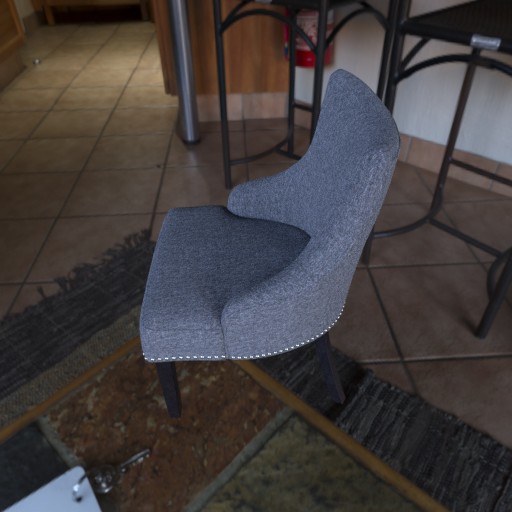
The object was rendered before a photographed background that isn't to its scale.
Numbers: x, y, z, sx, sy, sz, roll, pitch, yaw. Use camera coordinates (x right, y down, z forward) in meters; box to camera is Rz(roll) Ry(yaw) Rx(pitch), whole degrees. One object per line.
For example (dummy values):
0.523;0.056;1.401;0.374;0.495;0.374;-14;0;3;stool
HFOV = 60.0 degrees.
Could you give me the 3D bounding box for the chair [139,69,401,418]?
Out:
0.000;0.000;1.298;0.629;0.909;0.566;-1;40;-1;chair
